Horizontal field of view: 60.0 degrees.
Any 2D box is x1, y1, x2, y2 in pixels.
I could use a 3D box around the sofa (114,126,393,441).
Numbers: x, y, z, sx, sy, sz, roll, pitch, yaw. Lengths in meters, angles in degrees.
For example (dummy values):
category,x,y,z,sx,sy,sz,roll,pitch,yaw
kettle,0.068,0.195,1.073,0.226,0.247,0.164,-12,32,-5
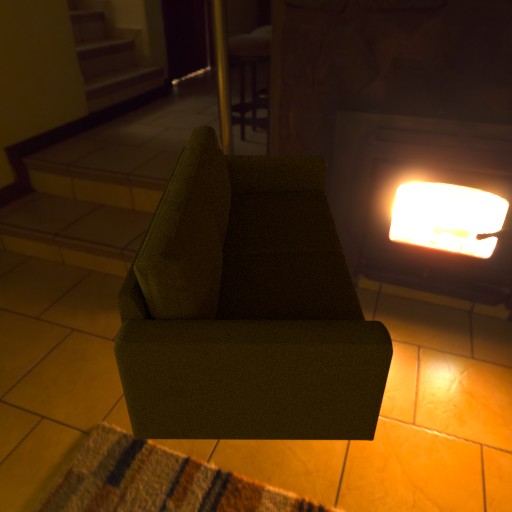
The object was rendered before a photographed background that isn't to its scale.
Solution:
category,x,y,z,sx,sy,sz,roll,pitch,yaw
sofa,0.000,0.000,2.207,0.889,0.897,1.730,0,32,0
